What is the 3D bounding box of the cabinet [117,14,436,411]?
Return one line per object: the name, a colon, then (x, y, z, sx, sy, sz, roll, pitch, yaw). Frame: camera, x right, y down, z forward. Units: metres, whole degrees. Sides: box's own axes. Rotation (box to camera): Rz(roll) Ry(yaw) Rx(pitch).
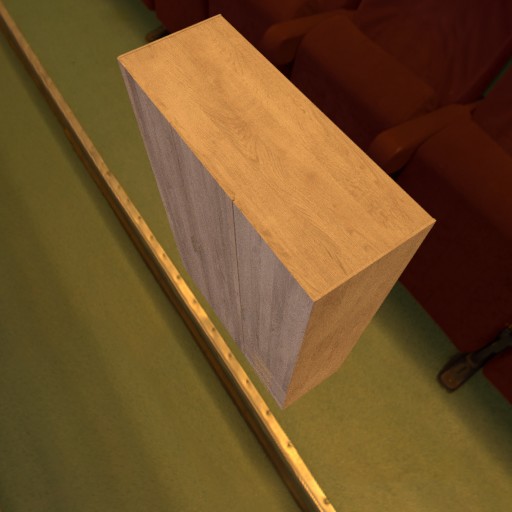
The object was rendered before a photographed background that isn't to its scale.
cabinet: (0.000, 0.000, 2.440, 0.510, 1.910, 1.290, -31, 66, -16)
